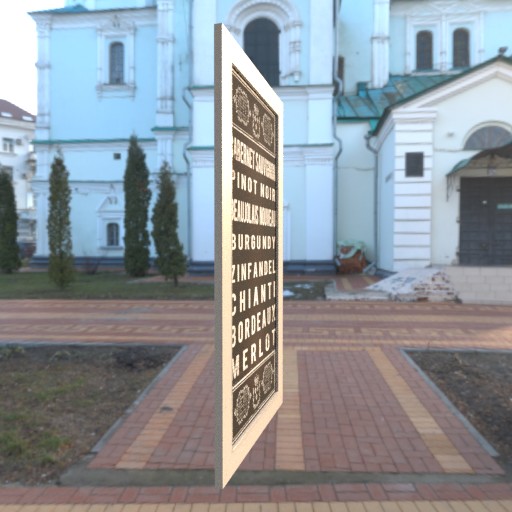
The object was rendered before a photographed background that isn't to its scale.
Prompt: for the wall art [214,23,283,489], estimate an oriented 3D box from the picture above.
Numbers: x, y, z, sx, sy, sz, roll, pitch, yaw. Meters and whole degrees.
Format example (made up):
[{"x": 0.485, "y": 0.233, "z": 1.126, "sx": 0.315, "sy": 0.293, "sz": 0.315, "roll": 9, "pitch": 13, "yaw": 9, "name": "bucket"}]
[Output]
[{"x": 0.000, "y": 0.000, "z": 0.832, "sx": 0.013, "sy": 0.683, "sz": 0.380, "roll": 0, "pitch": 1, "yaw": 17, "name": "wall art"}]
